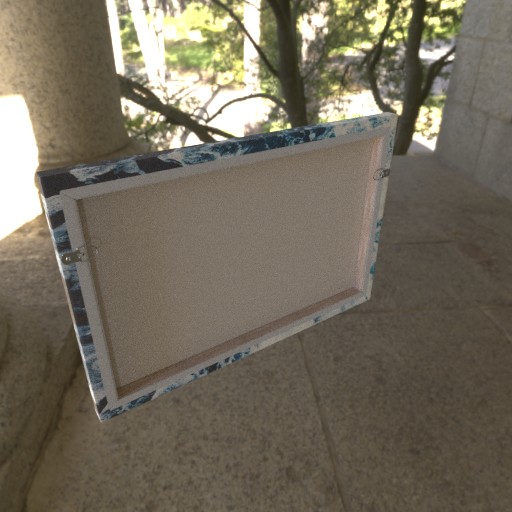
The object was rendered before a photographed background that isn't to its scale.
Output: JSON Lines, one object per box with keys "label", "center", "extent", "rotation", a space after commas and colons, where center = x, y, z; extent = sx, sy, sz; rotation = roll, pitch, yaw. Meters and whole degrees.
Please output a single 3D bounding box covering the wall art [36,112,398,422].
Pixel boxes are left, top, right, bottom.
{"label": "wall art", "center": [0.000, 0.000, 1.140], "extent": [0.915, 0.610, 0.042], "rotation": [-18, 34, -29]}
